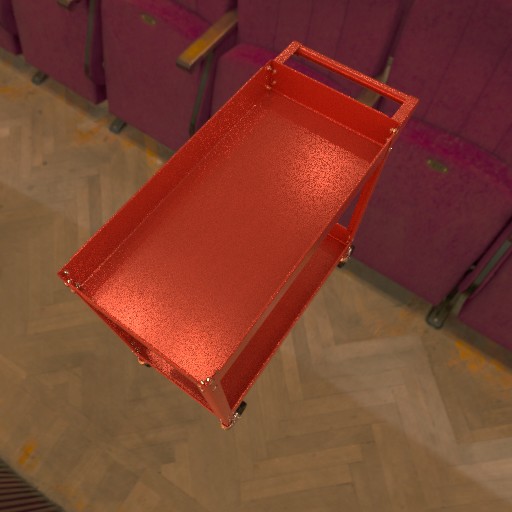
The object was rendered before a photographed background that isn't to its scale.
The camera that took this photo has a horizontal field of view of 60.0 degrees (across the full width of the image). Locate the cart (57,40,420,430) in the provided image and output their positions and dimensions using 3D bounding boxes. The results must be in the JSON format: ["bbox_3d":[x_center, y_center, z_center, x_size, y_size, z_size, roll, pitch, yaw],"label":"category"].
[{"bbox_3d":[0.000,0.000,1.195,0.366,0.719,0.779,33,68,15],"label":"cart"}]
